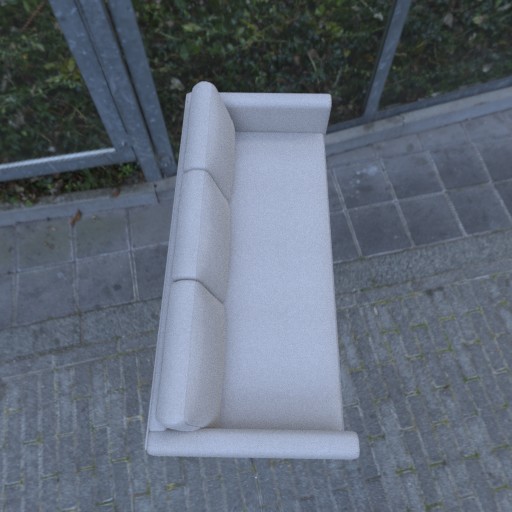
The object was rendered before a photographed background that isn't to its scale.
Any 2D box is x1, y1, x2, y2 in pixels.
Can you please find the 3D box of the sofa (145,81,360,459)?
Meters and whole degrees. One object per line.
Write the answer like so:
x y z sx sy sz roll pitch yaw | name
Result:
0.000 0.000 2.652 0.959 0.838 2.210 1 63 0 | sofa
